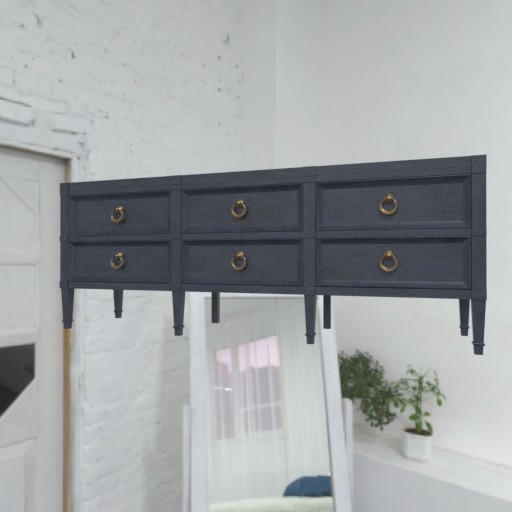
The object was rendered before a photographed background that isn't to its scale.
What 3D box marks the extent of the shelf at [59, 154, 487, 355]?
[{"bbox_3d":[0.000,0.000,2.085,1.878,0.715,0.471,0,0,19],"label":"shelf"}]
